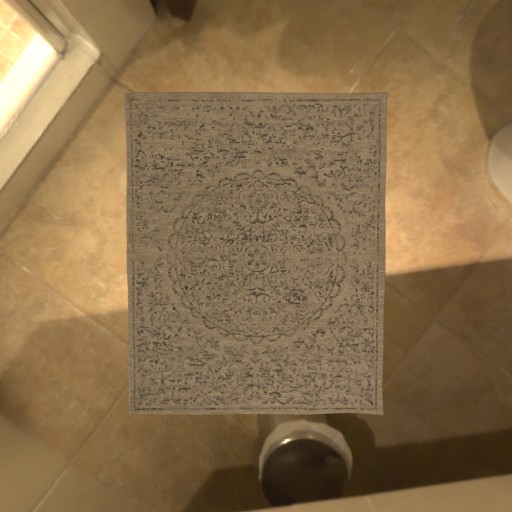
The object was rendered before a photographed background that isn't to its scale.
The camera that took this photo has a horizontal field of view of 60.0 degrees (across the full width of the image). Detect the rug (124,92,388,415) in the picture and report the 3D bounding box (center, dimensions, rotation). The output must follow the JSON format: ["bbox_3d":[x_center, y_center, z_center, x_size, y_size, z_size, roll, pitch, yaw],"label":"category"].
[{"bbox_3d":[0.000,0.000,4.003,2.343,0.026,2.925,0,92,0],"label":"rug"}]
